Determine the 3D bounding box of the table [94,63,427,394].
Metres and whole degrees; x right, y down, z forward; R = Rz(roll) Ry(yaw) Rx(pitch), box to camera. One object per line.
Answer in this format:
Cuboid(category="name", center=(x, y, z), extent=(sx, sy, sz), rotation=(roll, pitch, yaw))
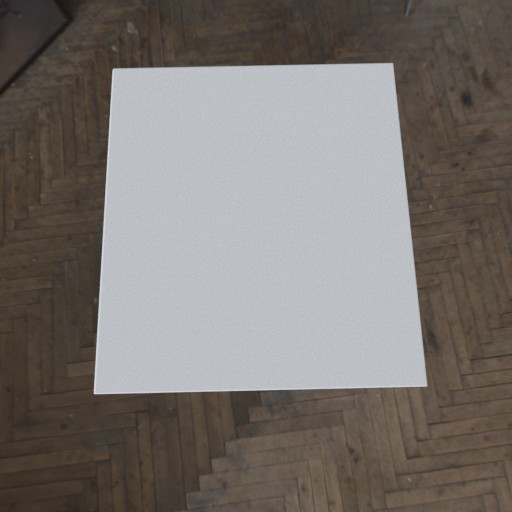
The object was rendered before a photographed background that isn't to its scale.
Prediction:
Cuboid(category="table", center=(0.000, 0.000, 0.774), extent=(0.380, 0.460, 0.420), rotation=(-1, 77, 0))
